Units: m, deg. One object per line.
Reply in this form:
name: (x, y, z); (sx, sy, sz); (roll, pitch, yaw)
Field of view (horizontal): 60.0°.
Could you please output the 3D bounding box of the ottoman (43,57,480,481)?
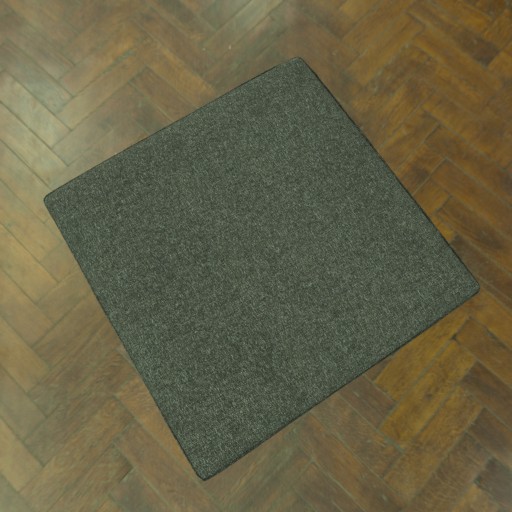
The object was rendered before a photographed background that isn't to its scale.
ottoman: (0.000, 0.000, 1.542); (1.021, 0.423, 1.017); (-31, 78, -8)
